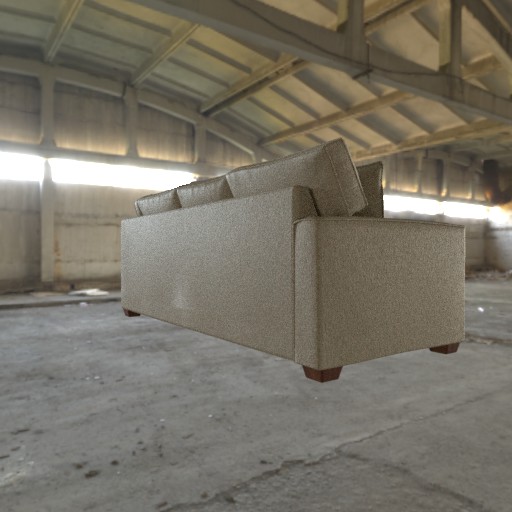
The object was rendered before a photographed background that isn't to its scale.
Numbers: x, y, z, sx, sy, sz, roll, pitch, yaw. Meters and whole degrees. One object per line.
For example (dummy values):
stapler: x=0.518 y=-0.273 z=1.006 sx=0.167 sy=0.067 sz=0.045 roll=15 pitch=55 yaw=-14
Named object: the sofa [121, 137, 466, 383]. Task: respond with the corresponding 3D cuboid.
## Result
sofa: x=0.000 y=0.000 z=2.881 sx=1.061 sy=0.962 sz=2.317 roll=0 pitch=0 yaw=-35
